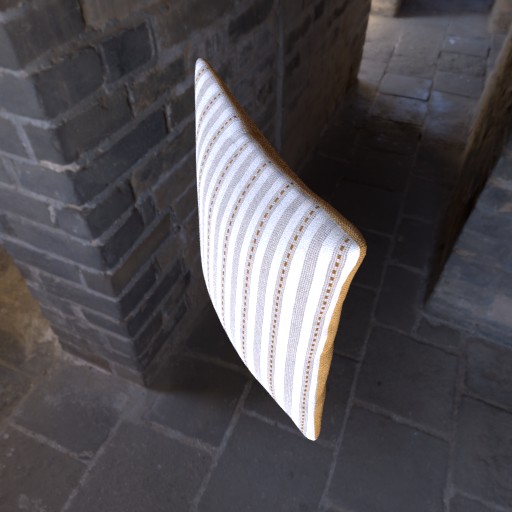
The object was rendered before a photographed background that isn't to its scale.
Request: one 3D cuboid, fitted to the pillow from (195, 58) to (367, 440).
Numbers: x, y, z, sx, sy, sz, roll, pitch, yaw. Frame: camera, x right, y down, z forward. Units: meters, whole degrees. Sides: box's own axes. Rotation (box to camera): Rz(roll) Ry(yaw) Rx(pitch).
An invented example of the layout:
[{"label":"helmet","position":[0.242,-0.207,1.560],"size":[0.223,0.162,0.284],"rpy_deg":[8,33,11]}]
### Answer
[{"label":"pillow","position":[0.000,0.000,0.669],"size":[0.147,0.437,0.432],"rpy_deg":[-19,50,-17]}]
